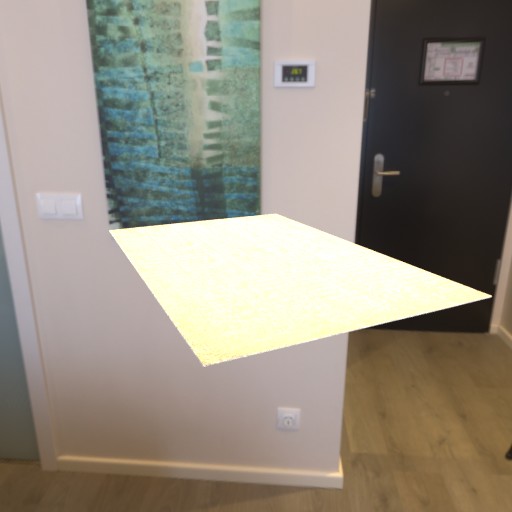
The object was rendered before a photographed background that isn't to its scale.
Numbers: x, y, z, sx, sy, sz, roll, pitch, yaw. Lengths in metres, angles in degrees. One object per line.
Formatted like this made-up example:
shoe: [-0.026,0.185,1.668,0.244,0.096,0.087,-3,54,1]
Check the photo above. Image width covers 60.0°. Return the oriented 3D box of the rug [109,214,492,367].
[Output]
rug: [0.000,0.000,2.302,1.211,0.007,1.827,-8,19,-25]
